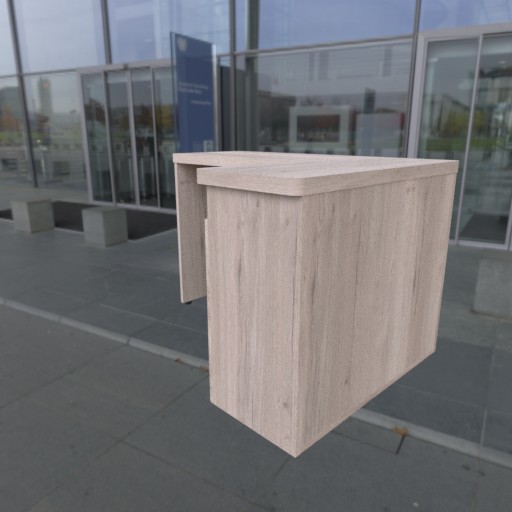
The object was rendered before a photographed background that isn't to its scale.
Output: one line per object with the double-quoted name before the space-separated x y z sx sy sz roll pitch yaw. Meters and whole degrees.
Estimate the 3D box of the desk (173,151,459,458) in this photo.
"desk" 0.000 0.000 1.773 0.900 0.760 1.169 -15 21 -43
